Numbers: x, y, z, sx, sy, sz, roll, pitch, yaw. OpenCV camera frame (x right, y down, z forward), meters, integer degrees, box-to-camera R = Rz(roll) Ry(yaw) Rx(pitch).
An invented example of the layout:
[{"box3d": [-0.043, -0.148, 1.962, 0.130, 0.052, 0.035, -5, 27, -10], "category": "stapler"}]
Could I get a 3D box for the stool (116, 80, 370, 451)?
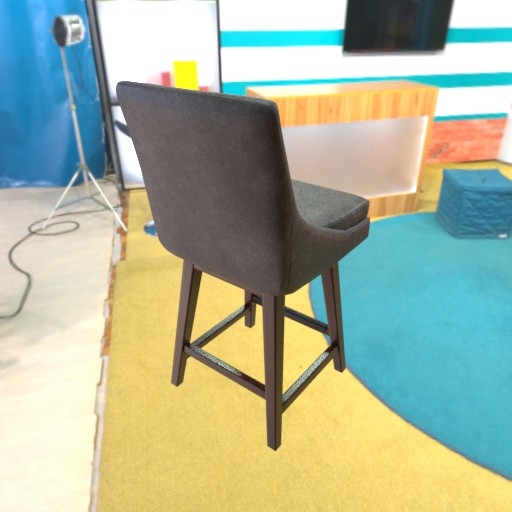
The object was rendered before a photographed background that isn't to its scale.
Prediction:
[{"box3d": [0.000, 0.000, 1.379, 0.492, 1.046, 0.587, 20, 35, 32], "category": "stool"}]
